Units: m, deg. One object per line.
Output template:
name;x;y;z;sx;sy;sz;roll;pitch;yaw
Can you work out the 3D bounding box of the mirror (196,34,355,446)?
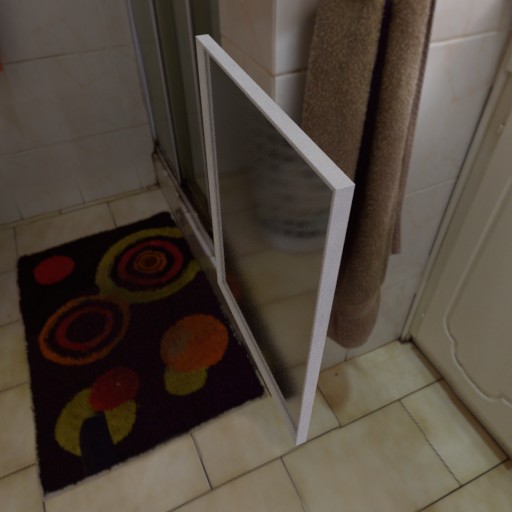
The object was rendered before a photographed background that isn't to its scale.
mirror;0.000;0.000;1.328;0.041;1.016;0.762;-16;47;-16
